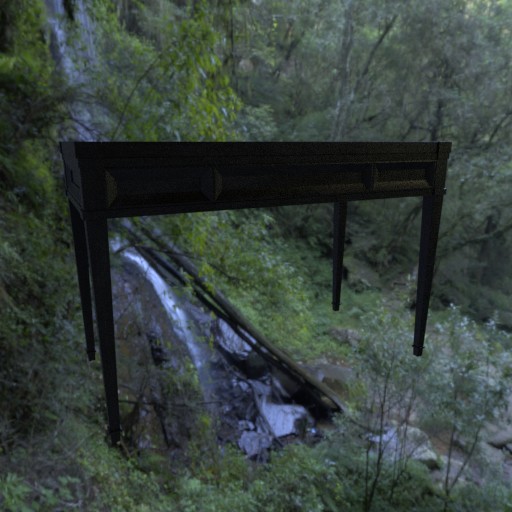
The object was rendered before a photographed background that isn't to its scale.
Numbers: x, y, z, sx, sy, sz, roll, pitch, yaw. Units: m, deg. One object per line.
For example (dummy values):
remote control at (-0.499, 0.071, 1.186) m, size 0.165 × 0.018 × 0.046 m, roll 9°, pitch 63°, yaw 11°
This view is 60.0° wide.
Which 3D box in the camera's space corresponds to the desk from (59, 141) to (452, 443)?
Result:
desk at (0.000, 0.000, 1.721) m, size 1.289 × 0.861 × 0.630 m, roll -7°, pitch 16°, yaw -26°
